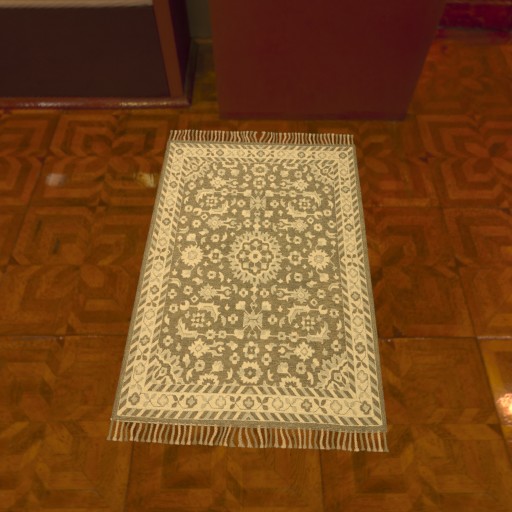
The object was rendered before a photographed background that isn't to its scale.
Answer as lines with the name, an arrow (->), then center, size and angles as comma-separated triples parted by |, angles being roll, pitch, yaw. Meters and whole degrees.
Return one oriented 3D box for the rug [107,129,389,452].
rug -> 0.000, 0.000, 3.022 | 1.530, 0.025, 2.431 | 2, 58, 1
